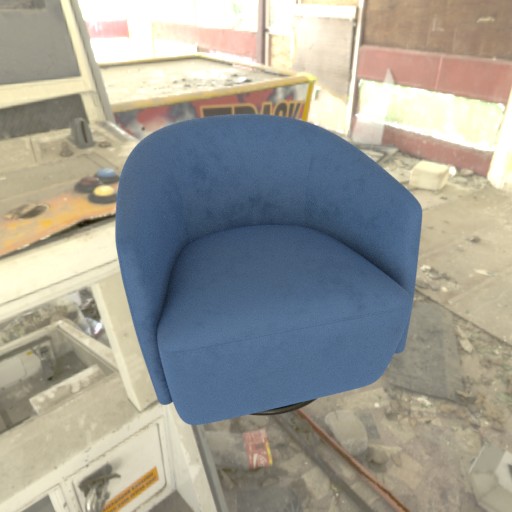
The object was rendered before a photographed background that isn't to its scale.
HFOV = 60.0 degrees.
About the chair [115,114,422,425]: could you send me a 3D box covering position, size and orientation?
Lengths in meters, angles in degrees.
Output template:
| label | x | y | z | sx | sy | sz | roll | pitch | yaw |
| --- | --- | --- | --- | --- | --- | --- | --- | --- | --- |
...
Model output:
| label | x | y | z | sx | sy | sz | roll | pitch | yaw |
| --- | --- | --- | --- | --- | --- | --- | --- | --- | --- |
| chair | 0.000 | 0.000 | 1.364 | 0.773 | 0.698 | 0.767 | -8 | 32 | -14 |
